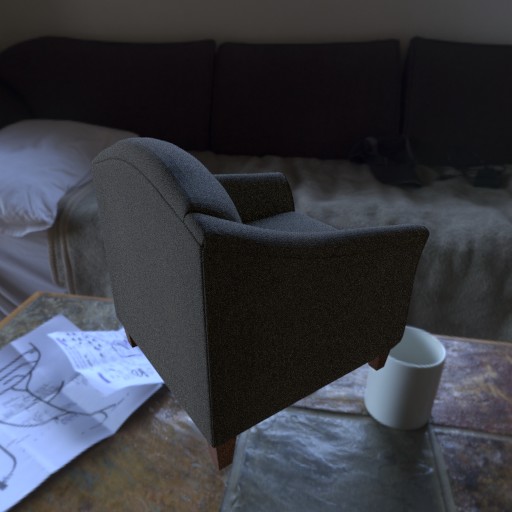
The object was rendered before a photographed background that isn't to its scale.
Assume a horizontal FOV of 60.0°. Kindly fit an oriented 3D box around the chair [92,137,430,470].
[{"bbox_3d":[0.000,0.000,1.475,0.787,0.839,0.763,-17,31,-31],"label":"chair"}]
